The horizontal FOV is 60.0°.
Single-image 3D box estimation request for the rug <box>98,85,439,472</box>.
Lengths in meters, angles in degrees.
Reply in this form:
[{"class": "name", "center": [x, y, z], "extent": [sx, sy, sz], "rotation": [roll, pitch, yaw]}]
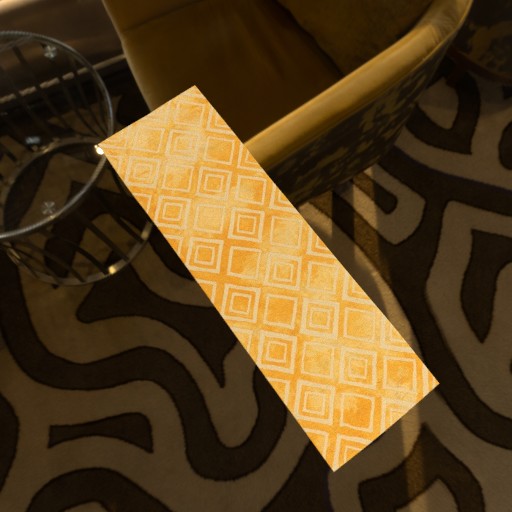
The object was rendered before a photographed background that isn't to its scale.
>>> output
[{"class": "rug", "center": [0.000, 0.000, 2.691], "extent": [0.775, 0.010, 2.438], "rotation": [-36, 77, -9]}]
